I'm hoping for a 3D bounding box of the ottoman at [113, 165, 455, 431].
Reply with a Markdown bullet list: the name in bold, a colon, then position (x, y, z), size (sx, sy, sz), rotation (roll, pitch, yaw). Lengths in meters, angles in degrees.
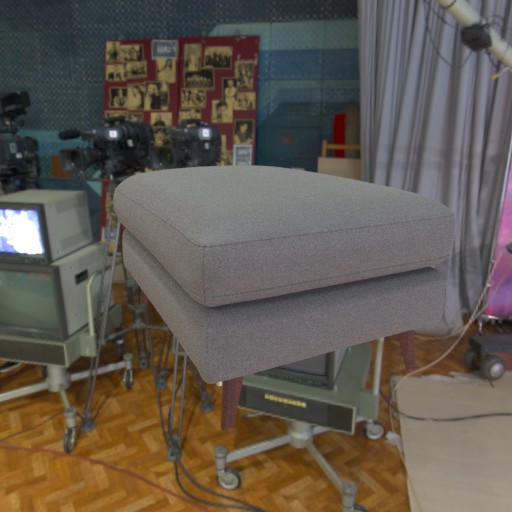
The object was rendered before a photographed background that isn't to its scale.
- **ottoman**: position (0.000, 0.000, 1.195), size (0.608, 0.449, 0.811), rotation (-8, 19, -25)
